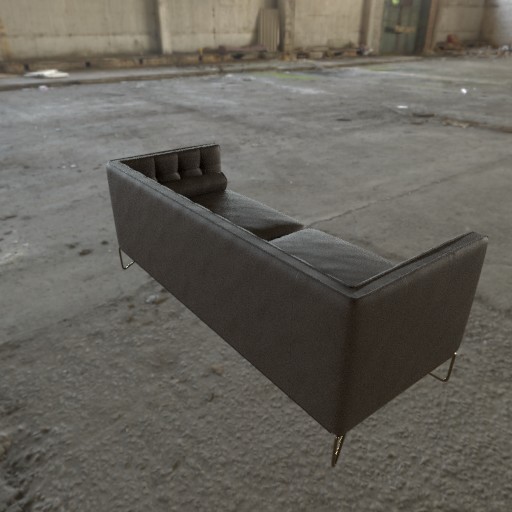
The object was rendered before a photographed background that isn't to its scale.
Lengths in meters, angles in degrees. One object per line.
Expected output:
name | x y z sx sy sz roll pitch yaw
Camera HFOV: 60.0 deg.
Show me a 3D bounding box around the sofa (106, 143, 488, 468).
sofa | 0.000 0.000 2.486 0.867 0.789 2.087 -20 33 -33
